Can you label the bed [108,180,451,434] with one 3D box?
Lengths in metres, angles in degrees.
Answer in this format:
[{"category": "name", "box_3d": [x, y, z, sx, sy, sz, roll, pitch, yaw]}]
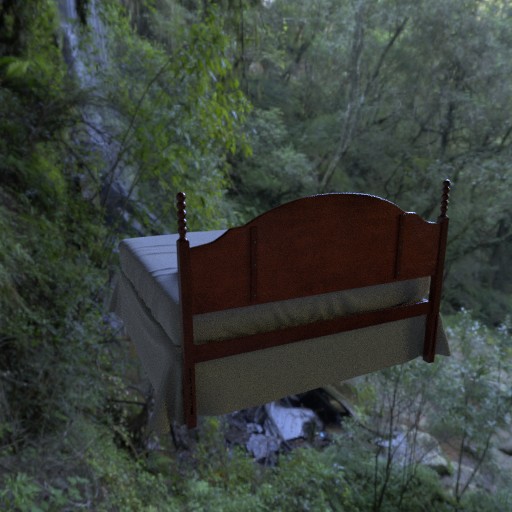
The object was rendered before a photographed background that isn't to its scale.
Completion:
[{"category": "bed", "box_3d": [0.000, 0.000, 3.732, 2.322, 1.355, 2.219, -7, 16, -24]}]
